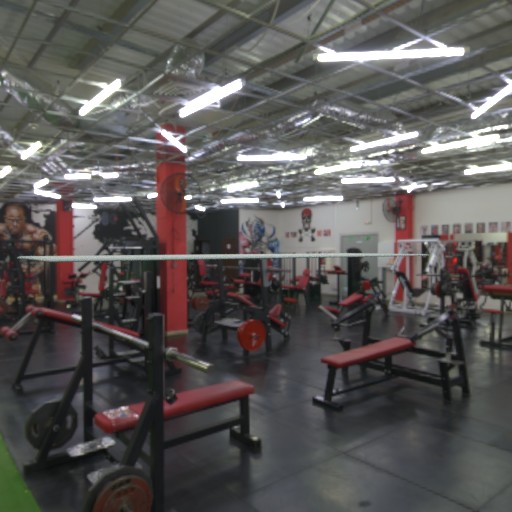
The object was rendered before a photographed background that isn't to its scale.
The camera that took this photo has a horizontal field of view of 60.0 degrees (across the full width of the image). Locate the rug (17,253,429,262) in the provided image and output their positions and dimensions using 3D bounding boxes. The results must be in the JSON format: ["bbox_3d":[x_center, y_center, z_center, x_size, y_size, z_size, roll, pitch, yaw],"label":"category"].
[{"bbox_3d":[0.000,0.000,2.386,2.196,0.011,0.662,-1,1,-36],"label":"rug"}]
